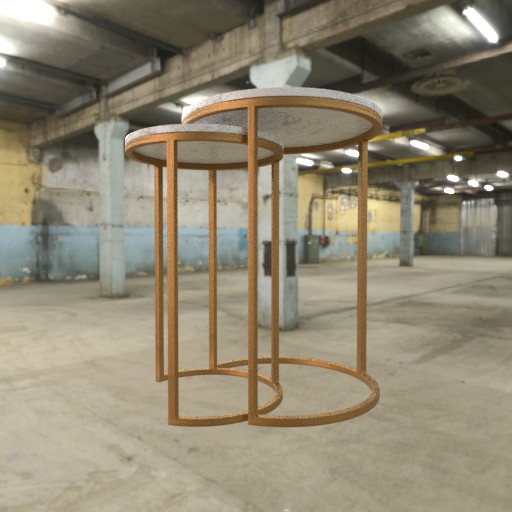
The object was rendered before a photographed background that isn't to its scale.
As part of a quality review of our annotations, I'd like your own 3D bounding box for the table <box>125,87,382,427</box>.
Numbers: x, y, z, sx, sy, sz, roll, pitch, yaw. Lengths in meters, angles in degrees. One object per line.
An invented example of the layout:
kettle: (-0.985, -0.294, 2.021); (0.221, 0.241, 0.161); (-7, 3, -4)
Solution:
table: (0.000, 0.000, 0.899); (0.507, 0.550, 0.400); (-1, 2, -18)
